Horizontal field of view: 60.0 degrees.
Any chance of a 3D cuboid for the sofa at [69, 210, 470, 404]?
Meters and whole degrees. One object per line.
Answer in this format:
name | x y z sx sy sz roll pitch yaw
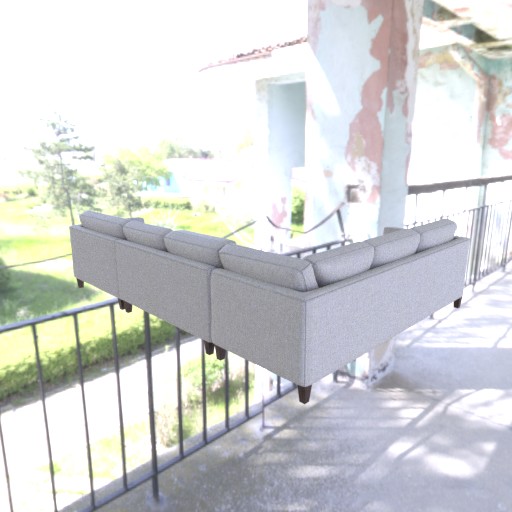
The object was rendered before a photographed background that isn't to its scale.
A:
sofa | 0.000 0.000 4.638 2.551 0.889 3.403 -13 19 -43
